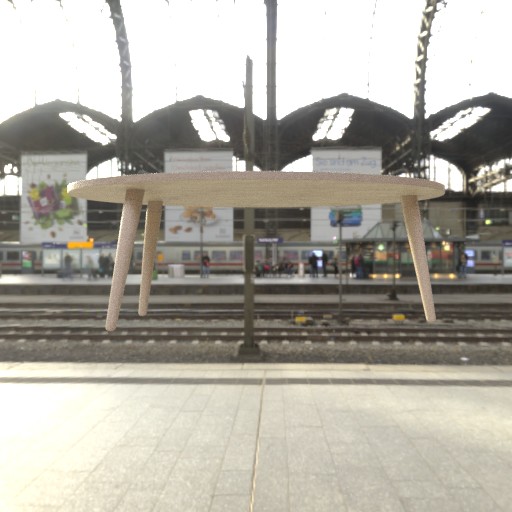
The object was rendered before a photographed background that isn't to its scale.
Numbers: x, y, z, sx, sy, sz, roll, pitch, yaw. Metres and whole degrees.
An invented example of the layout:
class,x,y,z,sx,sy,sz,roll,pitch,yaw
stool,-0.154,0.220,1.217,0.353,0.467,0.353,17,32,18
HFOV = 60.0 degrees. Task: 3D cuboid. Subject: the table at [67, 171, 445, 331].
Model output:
class,x,y,z,sx,sy,sz,roll,pitch,yaw
table,0.000,0.000,1.298,1.083,0.390,0.542,0,-1,0
